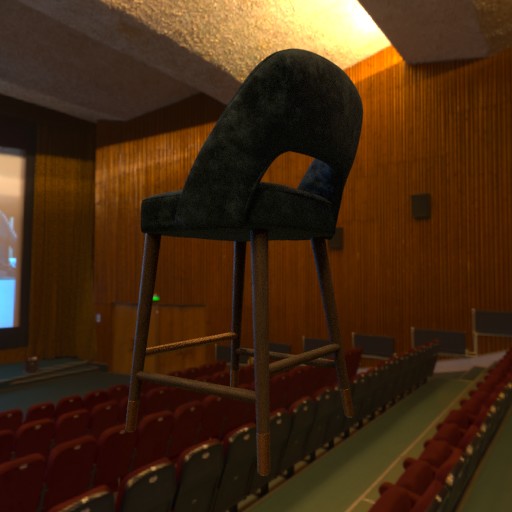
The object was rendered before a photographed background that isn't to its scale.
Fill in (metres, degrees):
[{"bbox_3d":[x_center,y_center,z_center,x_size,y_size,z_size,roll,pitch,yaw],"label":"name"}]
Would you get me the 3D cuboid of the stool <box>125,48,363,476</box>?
[{"bbox_3d":[0.000,0.000,1.217,0.524,0.925,0.536,-1,-2,35],"label":"stool"}]
